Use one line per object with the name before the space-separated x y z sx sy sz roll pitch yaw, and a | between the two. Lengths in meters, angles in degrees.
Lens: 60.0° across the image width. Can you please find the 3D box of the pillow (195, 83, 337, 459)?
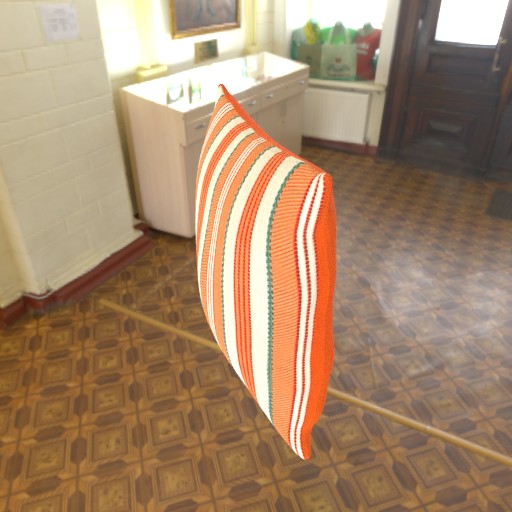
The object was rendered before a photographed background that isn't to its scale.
pillow | 0.000 0.000 0.691 0.182 0.441 0.440 -9 33 -15
